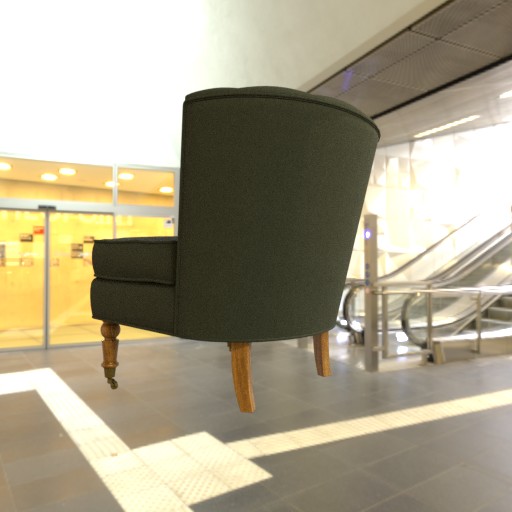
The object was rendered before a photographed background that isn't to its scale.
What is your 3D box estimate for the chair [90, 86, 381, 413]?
[{"bbox_3d":[0.000,0.000,1.342,0.718,0.771,0.740,-1,-1,35],"label":"chair"}]
